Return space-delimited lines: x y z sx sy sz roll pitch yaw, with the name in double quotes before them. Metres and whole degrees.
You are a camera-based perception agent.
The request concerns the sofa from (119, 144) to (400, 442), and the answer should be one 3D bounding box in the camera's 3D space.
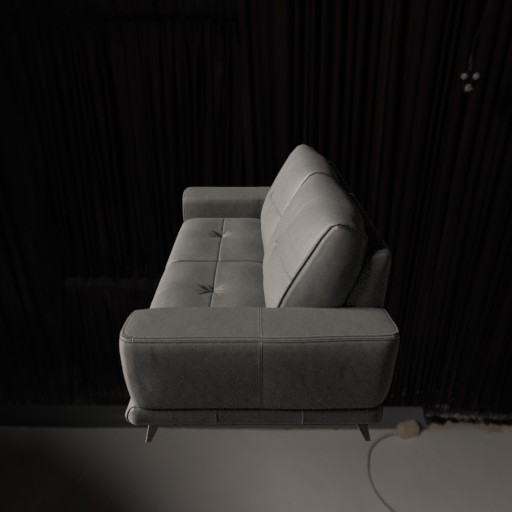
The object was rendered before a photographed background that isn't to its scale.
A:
"sofa" 0.000 0.000 2.362 1.018 0.907 1.806 0 26 0
